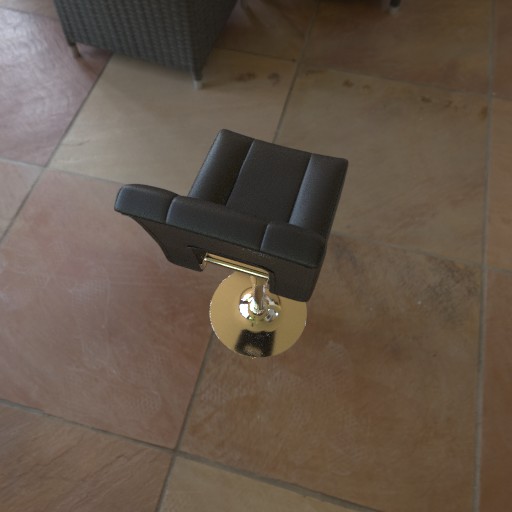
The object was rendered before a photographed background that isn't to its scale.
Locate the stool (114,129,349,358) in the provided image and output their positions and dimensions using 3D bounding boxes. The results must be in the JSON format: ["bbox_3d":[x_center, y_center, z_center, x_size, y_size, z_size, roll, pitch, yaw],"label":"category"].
[{"bbox_3d":[0.000,0.000,1.375,0.415,1.151,0.520,16,64,8],"label":"stool"}]
